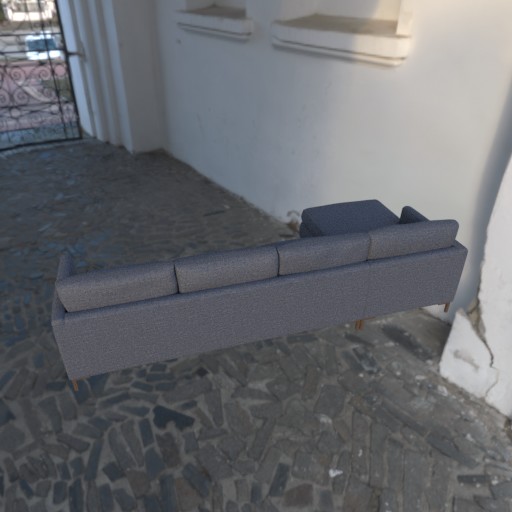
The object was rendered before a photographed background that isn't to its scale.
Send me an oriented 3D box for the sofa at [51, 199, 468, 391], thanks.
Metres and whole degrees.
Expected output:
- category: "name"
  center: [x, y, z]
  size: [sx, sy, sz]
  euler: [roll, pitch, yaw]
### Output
- category: "sofa"
  center: [0.000, 0.000, 2.965]
  size: [2.445, 0.673, 1.125]
  euler: [-9, 33, -14]
